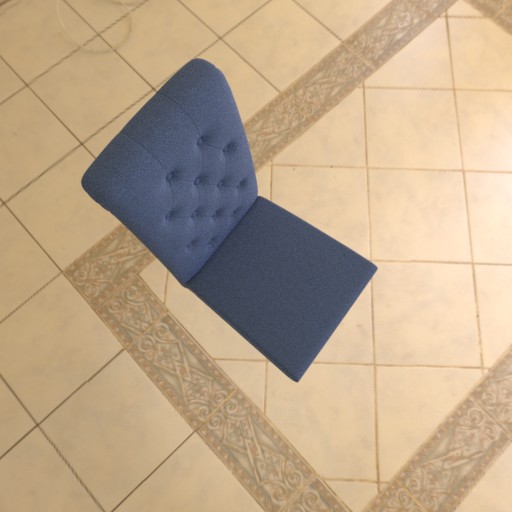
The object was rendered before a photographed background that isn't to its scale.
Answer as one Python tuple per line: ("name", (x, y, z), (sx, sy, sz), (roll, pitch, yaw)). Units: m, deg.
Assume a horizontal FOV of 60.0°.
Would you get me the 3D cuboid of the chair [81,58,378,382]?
("chair", (0.000, 0.000, 1.387), (0.671, 1.006, 0.456), (36, 78, 9))
